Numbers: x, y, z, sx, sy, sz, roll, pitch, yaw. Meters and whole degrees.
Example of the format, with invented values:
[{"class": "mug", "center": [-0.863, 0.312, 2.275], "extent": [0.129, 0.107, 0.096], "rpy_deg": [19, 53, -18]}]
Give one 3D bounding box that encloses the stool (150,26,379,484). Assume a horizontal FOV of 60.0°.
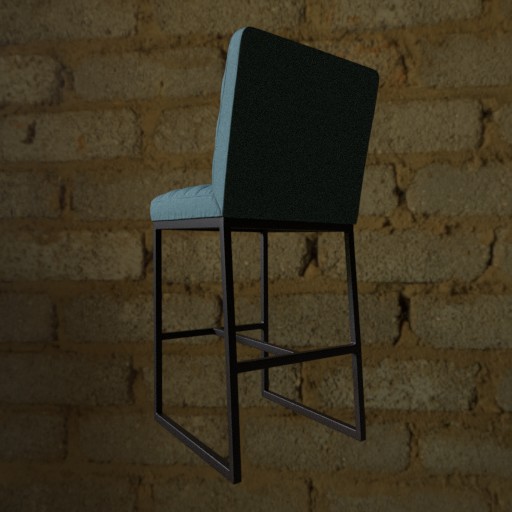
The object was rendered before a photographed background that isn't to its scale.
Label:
[{"class": "stool", "center": [0.000, 0.000, 1.320], "extent": [0.460, 1.040, 0.560], "rpy_deg": [0, 0, -34]}]
